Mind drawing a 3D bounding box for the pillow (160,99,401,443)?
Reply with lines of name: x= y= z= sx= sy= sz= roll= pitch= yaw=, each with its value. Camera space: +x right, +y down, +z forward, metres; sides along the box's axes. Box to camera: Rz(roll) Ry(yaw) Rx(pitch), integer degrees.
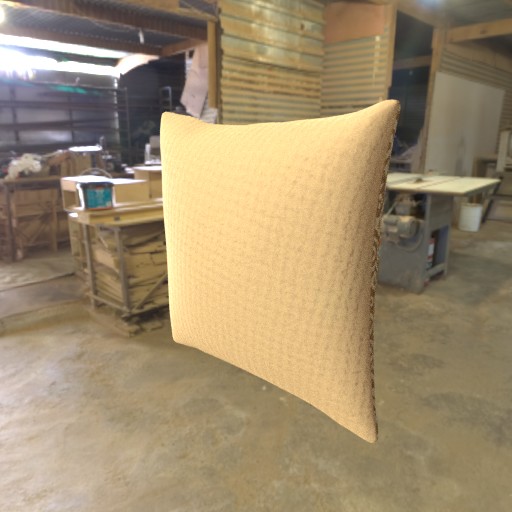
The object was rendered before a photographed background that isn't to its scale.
pillow: x=0.000 y=0.000 z=0.637 sx=0.419 sy=0.407 sz=0.173 roll=14 pitch=21 yaw=42
